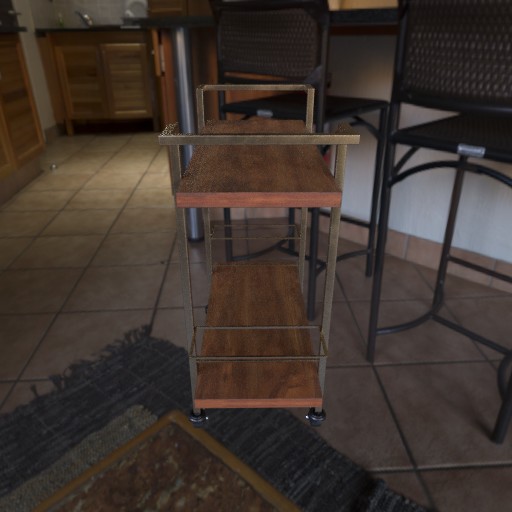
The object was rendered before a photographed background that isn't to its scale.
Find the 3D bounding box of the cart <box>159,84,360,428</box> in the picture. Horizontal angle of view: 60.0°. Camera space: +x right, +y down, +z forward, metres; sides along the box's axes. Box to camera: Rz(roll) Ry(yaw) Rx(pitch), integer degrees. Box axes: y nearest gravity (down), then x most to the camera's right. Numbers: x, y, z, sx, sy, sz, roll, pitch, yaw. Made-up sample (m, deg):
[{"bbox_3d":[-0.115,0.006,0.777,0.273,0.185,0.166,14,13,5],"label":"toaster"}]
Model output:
[{"bbox_3d":[0.000,0.000,1.217,0.364,0.807,0.695,0,28,-1],"label":"cart"}]
